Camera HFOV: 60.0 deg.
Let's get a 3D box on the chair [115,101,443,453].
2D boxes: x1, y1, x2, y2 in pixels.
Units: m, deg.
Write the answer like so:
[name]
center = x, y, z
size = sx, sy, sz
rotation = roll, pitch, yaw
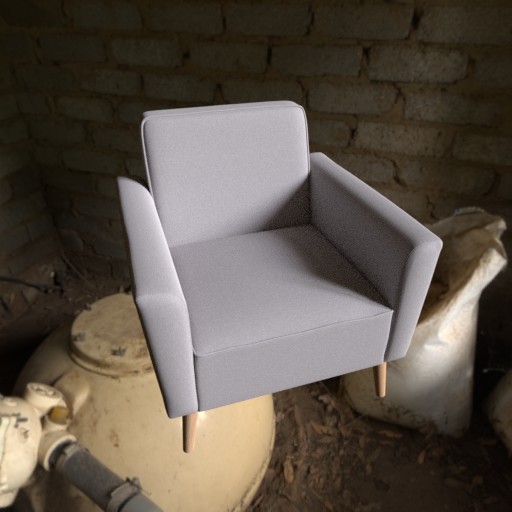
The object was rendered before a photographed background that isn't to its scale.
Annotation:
[chair]
center = 0.000, 0.000, 1.414
size = 0.780, 0.780, 0.750
rotation = -10, 33, -16
